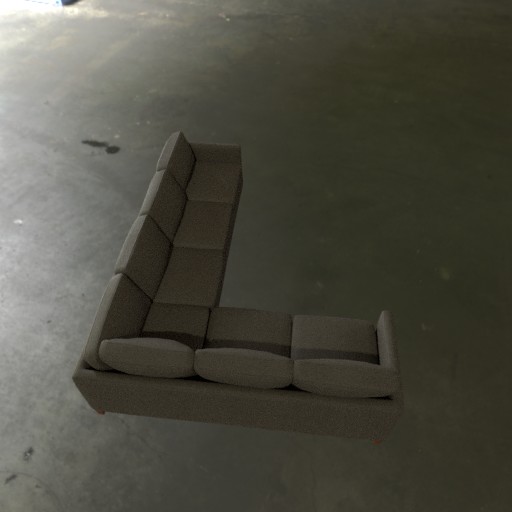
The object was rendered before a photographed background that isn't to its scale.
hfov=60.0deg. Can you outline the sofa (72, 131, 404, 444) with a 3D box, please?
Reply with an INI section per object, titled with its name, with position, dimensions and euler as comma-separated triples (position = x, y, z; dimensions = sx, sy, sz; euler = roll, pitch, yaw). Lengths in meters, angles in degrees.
[sofa]
position = 0.000, 0.000, 4.598
dimensions = 2.593, 0.947, 3.302
euler = 5, 48, 4
